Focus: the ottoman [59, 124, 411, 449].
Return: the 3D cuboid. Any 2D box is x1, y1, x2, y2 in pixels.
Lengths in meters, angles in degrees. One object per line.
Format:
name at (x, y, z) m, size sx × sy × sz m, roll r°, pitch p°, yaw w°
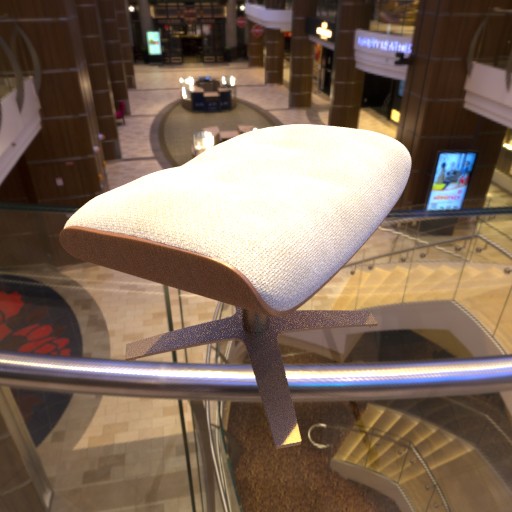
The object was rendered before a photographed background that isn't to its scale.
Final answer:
ottoman at (0.000, 0.000, 0.806) m, size 0.394 × 0.391 × 0.520 m, roll 19°, pitch 37°, yaw 28°
